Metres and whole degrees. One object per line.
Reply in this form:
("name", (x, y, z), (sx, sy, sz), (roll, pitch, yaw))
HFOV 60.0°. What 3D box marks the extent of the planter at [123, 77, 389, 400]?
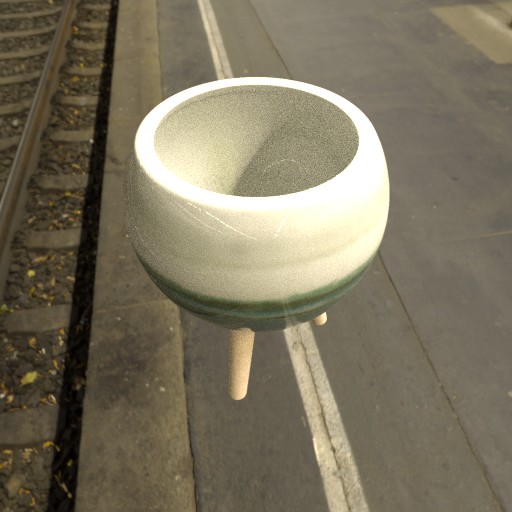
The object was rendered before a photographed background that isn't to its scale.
("planter", (0.000, 0.000, 0.436), (0.222, 0.278, 0.222), (0, 47, 0))
